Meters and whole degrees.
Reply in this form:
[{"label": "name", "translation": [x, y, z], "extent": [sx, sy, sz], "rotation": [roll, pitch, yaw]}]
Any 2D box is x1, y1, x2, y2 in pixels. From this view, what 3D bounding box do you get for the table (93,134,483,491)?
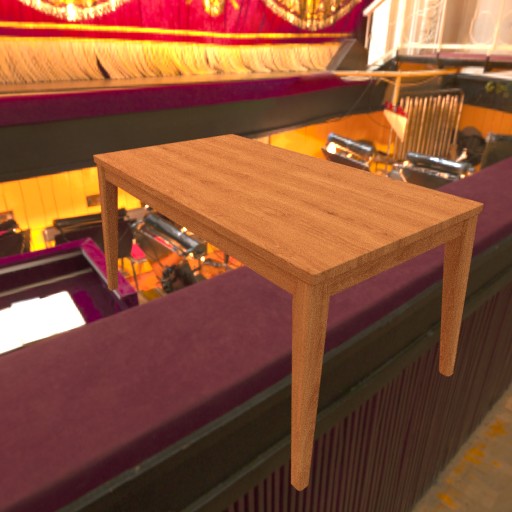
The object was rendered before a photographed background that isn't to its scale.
[{"label": "table", "translation": [0.000, 0.000, 2.040], "extent": [0.900, 0.760, 1.600], "rotation": [-19, 32, -33]}]
